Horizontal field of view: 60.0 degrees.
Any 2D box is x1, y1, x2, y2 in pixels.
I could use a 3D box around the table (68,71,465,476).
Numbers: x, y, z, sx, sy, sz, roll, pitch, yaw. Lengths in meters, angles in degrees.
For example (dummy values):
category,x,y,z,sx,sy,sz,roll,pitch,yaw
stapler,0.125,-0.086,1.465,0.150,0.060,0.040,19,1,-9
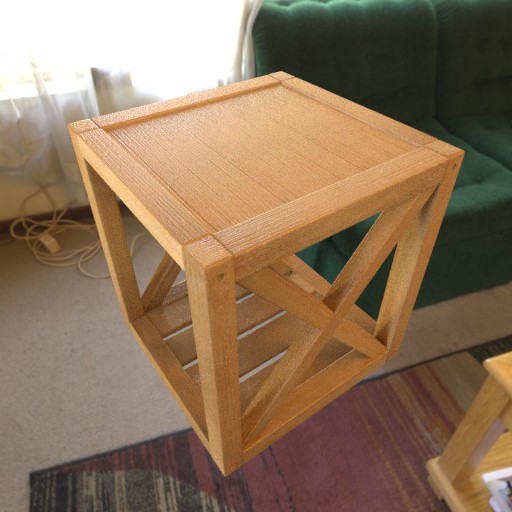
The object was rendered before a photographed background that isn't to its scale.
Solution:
category,x,y,z,sx,sy,sz,roll,pitch,yaw
table,0.000,0.000,1.056,0.559,0.610,0.558,-25,46,-26
